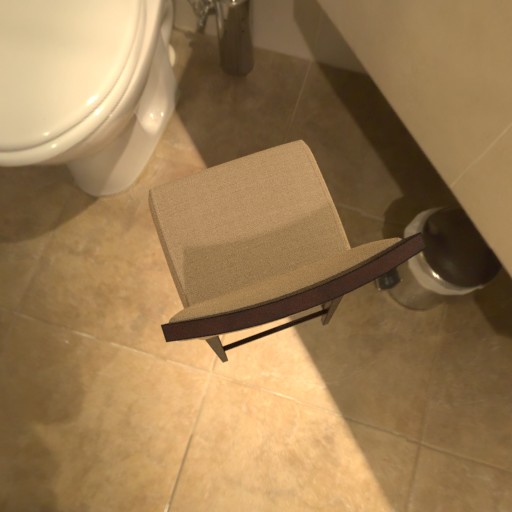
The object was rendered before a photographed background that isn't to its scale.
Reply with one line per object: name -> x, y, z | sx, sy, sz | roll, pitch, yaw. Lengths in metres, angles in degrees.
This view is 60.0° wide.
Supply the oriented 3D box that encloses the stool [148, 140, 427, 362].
stool -> 0.000, 0.000, 1.391 | 0.511, 1.117, 0.531 | -19, 76, -5
